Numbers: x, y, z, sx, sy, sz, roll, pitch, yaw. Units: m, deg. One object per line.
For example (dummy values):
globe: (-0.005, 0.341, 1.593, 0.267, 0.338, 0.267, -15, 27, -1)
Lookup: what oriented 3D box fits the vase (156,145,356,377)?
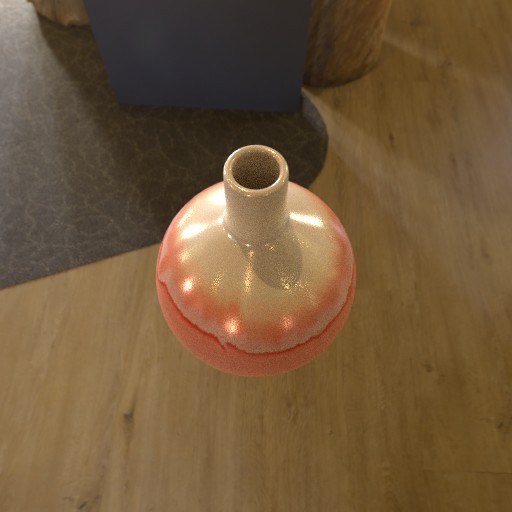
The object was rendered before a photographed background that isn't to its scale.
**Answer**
vase: (0.000, 0.000, 0.283, 0.137, 0.176, 0.137, 0, 63, 0)
